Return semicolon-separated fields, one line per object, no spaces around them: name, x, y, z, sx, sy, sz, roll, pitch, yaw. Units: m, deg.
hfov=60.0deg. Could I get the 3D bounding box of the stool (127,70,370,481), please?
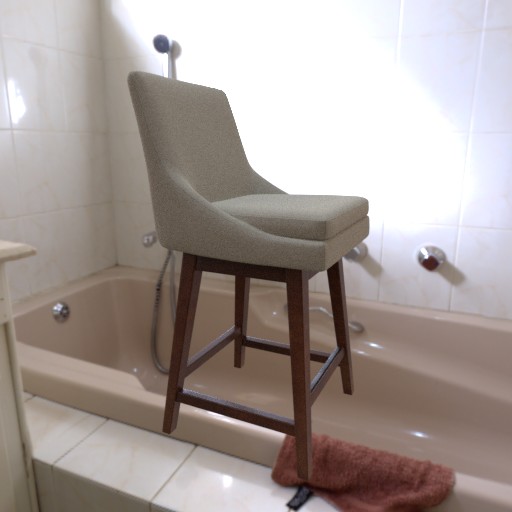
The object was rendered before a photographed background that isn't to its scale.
stool;0.000;0.000;1.290;0.559;0.991;0.469;7;15;25
